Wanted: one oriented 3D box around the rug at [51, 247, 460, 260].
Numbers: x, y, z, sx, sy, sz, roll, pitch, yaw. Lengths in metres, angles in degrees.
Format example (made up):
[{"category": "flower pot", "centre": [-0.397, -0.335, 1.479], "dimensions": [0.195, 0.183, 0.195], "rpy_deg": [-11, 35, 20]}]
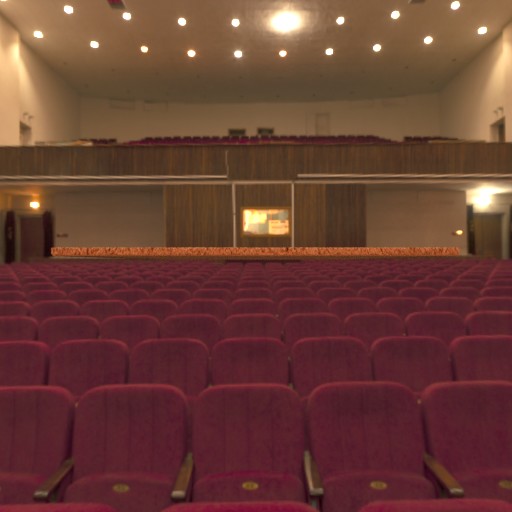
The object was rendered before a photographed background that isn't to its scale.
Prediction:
[{"category": "rug", "centre": [0.000, 0.000, 2.077], "dimensions": [1.199, 0.025, 1.600], "rpy_deg": [0, -1, 0]}]
